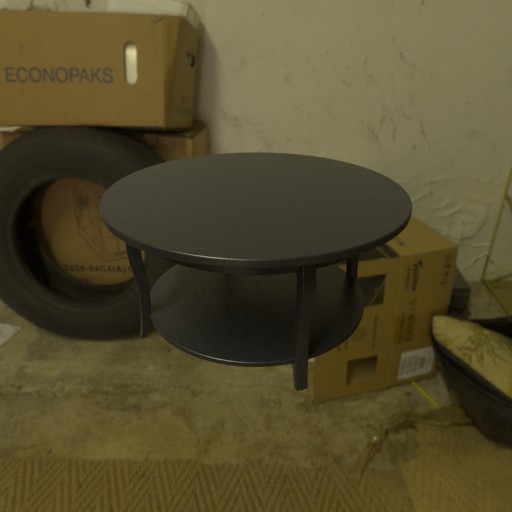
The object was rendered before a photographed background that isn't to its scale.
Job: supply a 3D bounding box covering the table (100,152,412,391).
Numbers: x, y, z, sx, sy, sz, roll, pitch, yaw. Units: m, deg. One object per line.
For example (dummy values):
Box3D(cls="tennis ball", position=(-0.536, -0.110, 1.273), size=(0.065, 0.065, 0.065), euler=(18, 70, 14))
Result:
Box3D(cls="table", position=(0.000, 0.000, 1.462), size=(0.914, 0.457, 0.914), euler=(0, 27, 0))
